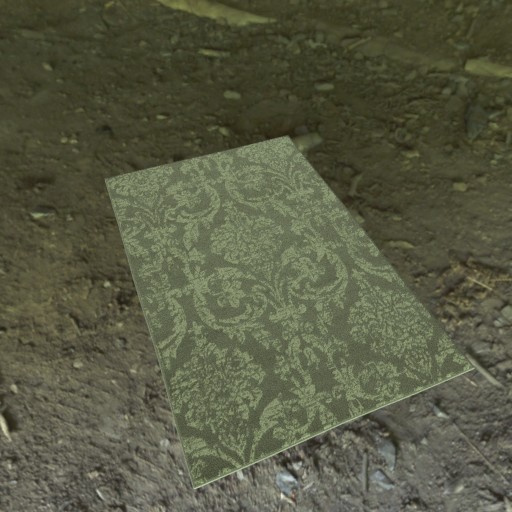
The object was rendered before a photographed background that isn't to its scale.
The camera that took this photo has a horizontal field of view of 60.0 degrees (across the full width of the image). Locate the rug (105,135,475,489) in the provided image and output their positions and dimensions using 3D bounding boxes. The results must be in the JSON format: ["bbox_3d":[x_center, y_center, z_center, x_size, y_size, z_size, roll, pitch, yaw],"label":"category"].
[{"bbox_3d":[0.000,0.000,2.235,1.206,0.012,1.824,-17,51,-14],"label":"rug"}]
